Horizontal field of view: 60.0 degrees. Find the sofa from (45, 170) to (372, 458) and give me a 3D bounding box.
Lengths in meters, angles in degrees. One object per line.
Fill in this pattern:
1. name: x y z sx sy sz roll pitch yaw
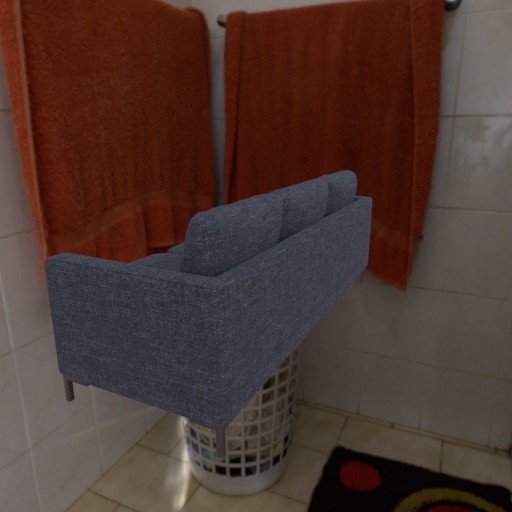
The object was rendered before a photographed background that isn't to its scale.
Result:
1. sofa: 0.000 0.000 2.612 0.859 0.874 2.218 8 18 25
